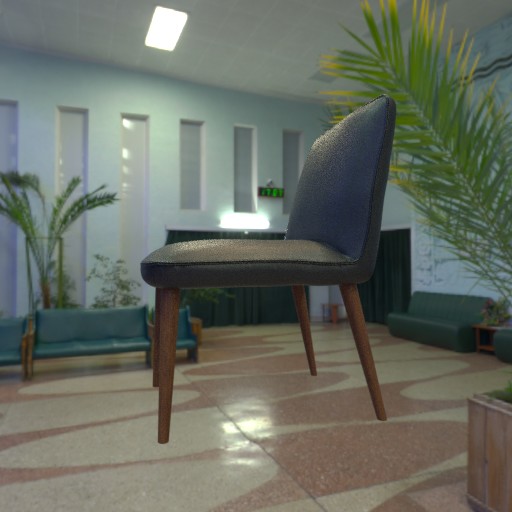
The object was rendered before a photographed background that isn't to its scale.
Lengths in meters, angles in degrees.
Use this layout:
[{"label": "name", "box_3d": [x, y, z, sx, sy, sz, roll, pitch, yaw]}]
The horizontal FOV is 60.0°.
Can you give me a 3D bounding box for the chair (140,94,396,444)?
[{"label": "chair", "box_3d": [0.000, 0.000, 1.232, 0.645, 0.801, 0.543, 0, -1, -19]}]
